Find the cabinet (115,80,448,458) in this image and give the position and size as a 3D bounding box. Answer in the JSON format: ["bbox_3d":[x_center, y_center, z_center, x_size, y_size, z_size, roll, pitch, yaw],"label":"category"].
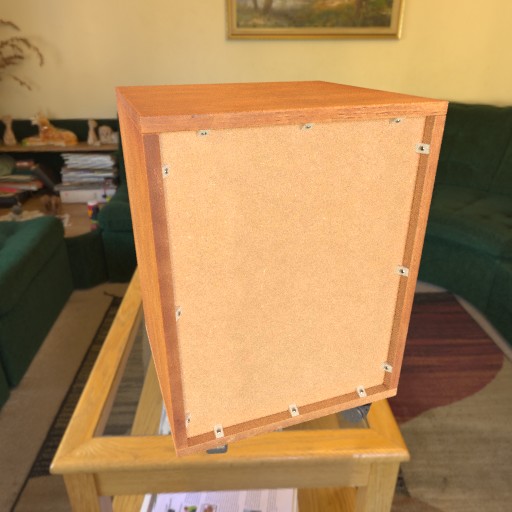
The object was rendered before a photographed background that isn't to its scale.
[{"bbox_3d":[0.000,0.000,0.831,0.409,0.579,0.401,-9,27,-18],"label":"cabinet"}]
